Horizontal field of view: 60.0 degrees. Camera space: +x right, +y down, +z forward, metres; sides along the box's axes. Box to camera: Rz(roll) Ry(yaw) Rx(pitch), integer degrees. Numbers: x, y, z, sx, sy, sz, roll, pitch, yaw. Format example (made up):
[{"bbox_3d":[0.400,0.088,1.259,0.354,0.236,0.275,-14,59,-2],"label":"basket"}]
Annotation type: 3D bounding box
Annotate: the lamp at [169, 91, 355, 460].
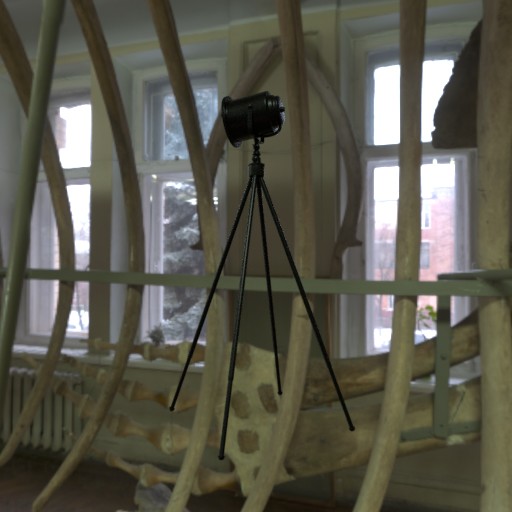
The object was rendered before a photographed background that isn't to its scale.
[{"bbox_3d":[0.000,0.000,2.037,0.884,1.504,0.879,0,-1,18],"label":"lamp"}]
